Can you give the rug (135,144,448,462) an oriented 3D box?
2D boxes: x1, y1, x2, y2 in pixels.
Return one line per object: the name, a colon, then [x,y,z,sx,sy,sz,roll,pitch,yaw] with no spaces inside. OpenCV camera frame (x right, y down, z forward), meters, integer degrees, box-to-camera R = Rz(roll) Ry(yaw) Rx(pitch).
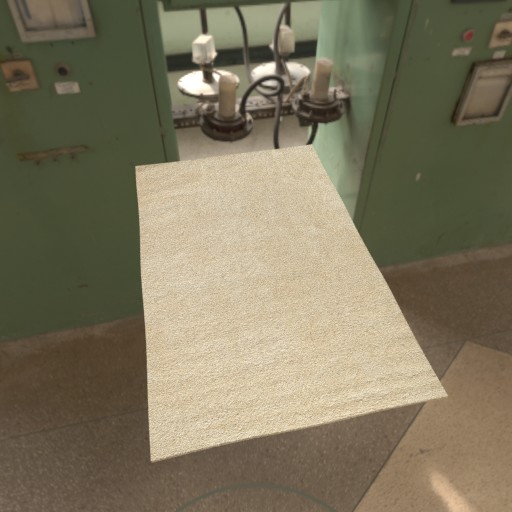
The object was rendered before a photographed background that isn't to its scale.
rug: [0.000,0.000,2.941,1.500,0.025,2.346,-9,48,-8]
